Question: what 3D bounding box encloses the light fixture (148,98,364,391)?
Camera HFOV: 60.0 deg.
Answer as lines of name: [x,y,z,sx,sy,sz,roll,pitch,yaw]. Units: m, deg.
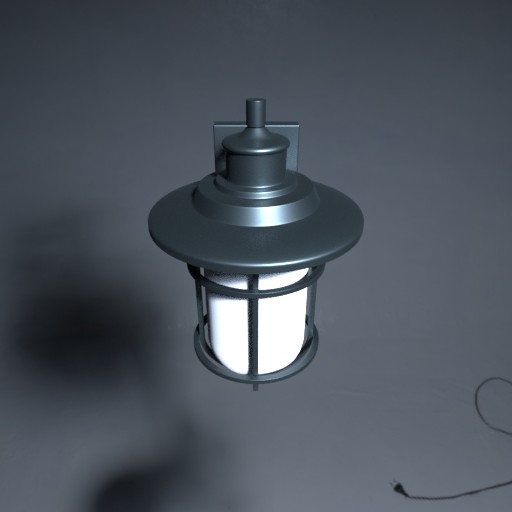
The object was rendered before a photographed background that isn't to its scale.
light fixture: [0.000,0.000,0.505,0.222,0.345,0.252,0,29,0]
